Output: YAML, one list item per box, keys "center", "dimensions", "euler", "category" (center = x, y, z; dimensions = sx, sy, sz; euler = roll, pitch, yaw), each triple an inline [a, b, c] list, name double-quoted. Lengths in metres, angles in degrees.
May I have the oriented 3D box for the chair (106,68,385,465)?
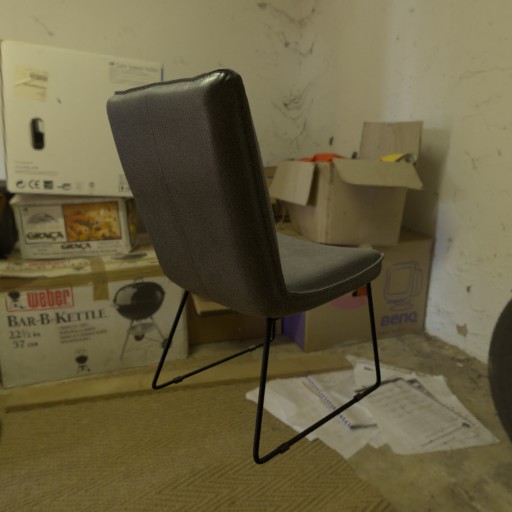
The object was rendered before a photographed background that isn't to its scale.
- center: [0.000, 0.000, 1.333]
  dimensions: [0.688, 0.932, 0.515]
  euler: [-13, 18, -42]
  category: "chair"
